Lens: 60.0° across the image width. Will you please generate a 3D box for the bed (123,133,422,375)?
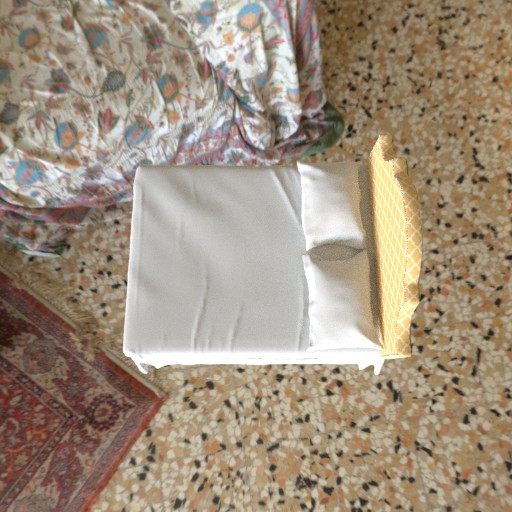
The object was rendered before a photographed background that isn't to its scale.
[{"bbox_3d":[0.000,0.000,3.416,2.222,1.633,1.780,0,75,0],"label":"bed"}]
